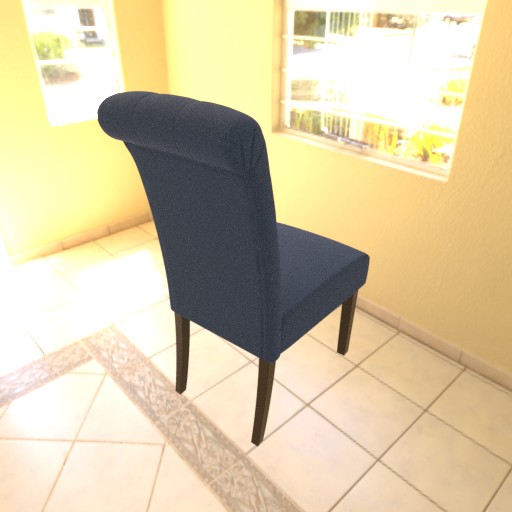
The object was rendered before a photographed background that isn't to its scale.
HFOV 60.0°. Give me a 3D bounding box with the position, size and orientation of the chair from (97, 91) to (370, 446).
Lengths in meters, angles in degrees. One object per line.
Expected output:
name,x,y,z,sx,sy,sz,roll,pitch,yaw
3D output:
chair,0.000,0.000,1.339,0.456,1.006,0.671,21,37,32
